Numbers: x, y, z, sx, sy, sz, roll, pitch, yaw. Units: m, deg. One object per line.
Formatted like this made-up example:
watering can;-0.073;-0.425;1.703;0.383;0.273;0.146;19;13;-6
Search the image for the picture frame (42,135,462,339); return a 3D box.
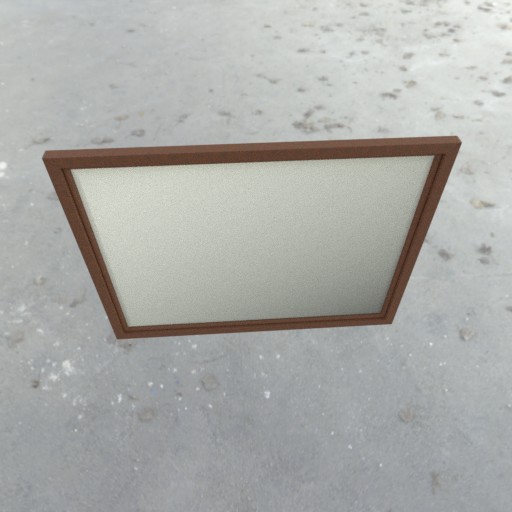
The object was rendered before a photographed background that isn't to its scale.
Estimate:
picture frame;0.000;0.000;1.782;1.329;1.018;0.045;-3;47;-3
